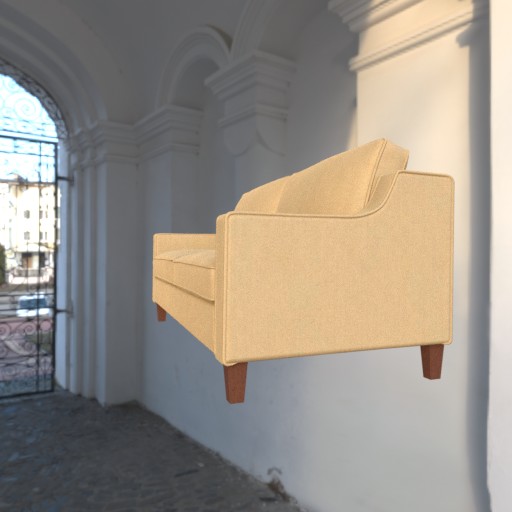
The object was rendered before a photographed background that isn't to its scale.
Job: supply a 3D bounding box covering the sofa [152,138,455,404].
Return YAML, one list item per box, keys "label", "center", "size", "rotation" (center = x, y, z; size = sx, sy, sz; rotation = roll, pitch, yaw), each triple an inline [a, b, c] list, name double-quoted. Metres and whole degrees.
- label: "sofa"
  center: [0.000, 0.000, 2.775]
  size: [1.066, 1.071, 2.178]
  rotation: [0, 1, -20]
